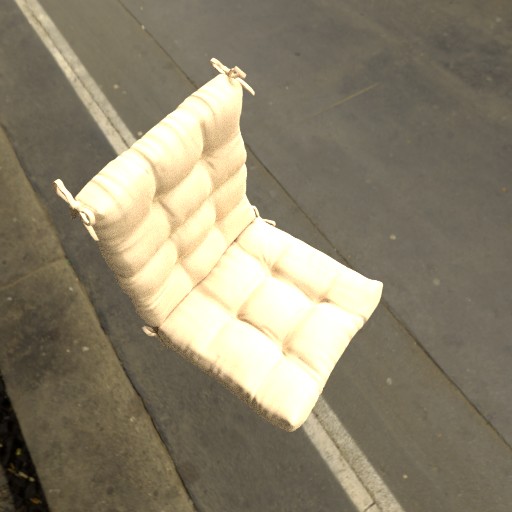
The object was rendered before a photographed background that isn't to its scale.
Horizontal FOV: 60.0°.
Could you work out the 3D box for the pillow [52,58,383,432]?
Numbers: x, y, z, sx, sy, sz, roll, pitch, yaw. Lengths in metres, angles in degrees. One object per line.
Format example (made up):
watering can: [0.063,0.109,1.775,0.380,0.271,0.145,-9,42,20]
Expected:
pillow: [0.000,0.000,1.047,0.571,0.605,0.519,31,63,18]
